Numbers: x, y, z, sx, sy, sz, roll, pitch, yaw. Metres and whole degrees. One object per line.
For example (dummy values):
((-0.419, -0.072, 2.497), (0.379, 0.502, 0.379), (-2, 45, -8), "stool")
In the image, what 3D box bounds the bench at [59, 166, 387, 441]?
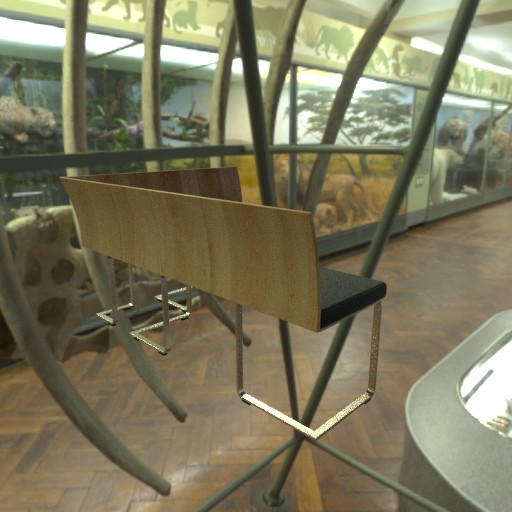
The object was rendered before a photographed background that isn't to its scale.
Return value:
((0.000, 0.000, 2.716), (1.945, 0.930, 1.495), (14, 20, 43), "bench")
